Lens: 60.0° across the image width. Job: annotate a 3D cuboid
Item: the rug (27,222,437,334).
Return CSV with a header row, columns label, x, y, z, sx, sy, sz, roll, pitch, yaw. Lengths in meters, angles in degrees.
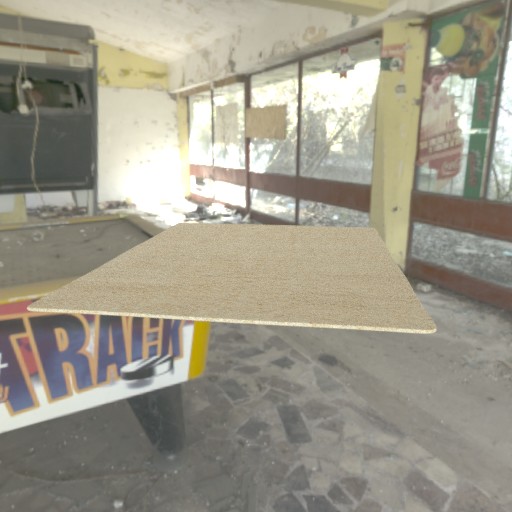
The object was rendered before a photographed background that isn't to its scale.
label,x,y,z,sx,sy,sz,roll,pitch,yaw
rug,0.000,0.000,3.953,2.401,0.025,3.001,2,14,8
